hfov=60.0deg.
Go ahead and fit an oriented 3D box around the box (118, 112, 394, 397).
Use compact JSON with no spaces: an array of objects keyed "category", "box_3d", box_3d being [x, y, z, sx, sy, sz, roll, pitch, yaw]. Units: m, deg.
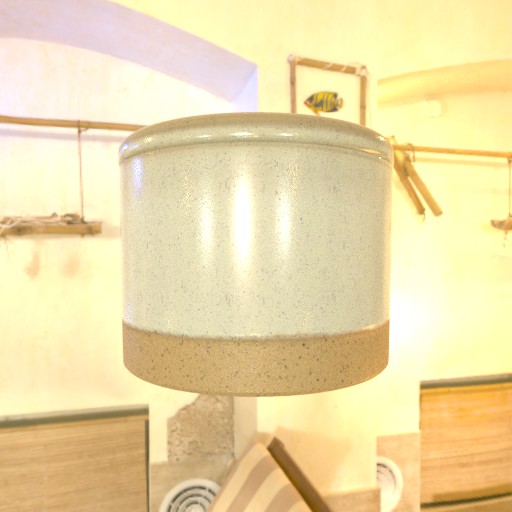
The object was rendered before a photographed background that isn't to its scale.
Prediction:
[{"category":"box","box_3d":[0.000,0.000,0.259,0.154,0.123,0.154,0,0,0]}]
